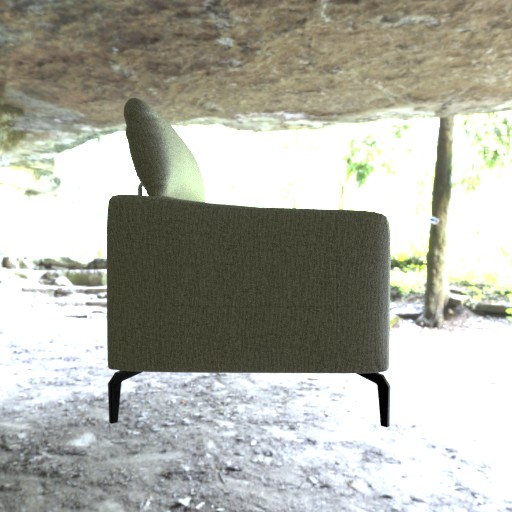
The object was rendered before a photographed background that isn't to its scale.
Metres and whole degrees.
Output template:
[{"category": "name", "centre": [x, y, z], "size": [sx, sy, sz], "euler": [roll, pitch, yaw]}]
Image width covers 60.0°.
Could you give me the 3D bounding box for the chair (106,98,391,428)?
[{"category": "chair", "centre": [0.000, 0.000, 1.680], "size": [0.835, 0.967, 0.972], "euler": [0, 0, 2]}]
